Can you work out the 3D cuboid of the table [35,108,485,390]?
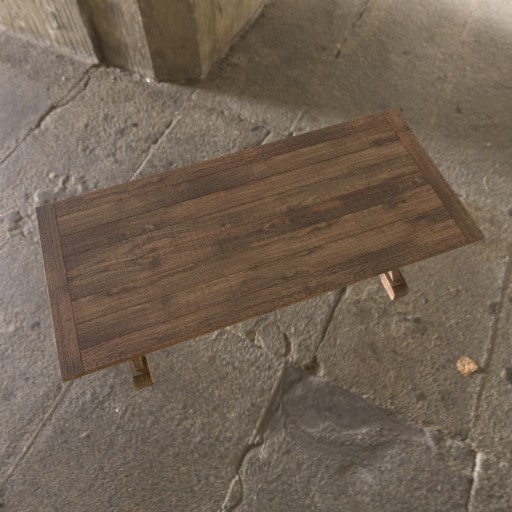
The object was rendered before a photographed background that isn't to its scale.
[{"bbox_3d":[0.000,0.000,2.507,2.031,0.733,0.907,-18,64,-9],"label":"table"}]
